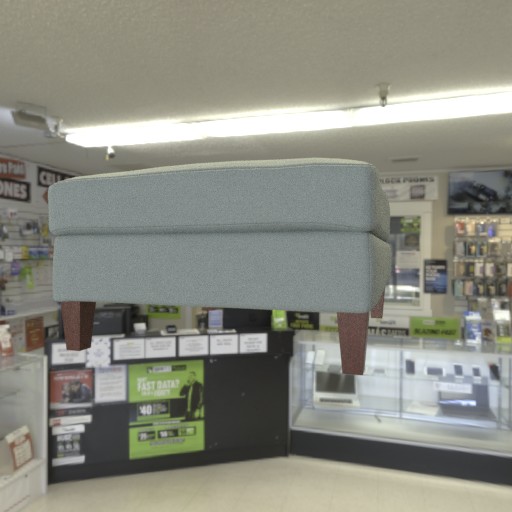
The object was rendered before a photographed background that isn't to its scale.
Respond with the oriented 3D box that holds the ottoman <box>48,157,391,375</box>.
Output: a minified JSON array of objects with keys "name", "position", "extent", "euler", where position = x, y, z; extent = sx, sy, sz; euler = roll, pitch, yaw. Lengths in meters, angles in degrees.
[{"name":"ottoman","position":[0.000,0.000,1.476],"extent":[0.842,0.494,0.991],"euler":[0,0,19]}]
